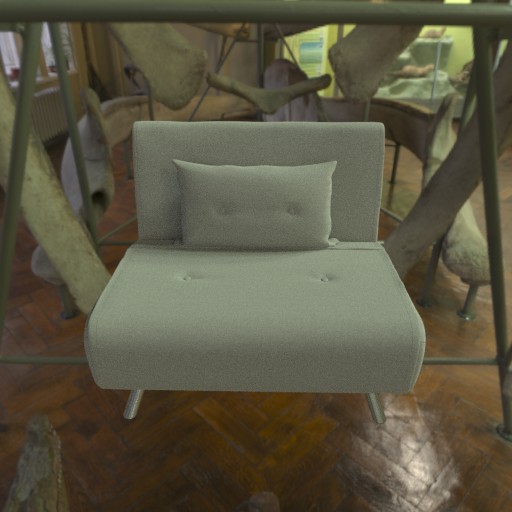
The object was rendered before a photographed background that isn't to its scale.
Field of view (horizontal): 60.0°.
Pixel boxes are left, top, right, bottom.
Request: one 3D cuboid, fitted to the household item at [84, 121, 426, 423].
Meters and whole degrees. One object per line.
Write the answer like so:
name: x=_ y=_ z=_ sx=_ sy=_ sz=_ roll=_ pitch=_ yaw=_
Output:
household item: x=0.000 y=0.000 z=1.602 sx=1.000 sy=0.800 sz=0.874 roll=1 pitch=29 yaw=1
